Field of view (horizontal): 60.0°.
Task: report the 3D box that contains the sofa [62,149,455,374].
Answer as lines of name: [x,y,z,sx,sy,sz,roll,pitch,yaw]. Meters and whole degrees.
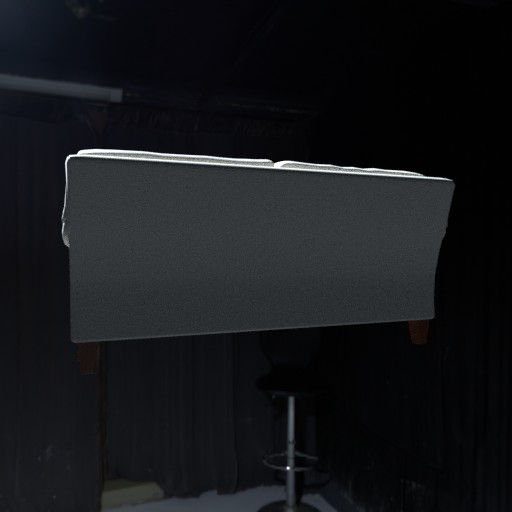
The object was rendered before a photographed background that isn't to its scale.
sofa: [0.000,0.000,2.739,2.159,1.087,1.086,0,1,-20]
